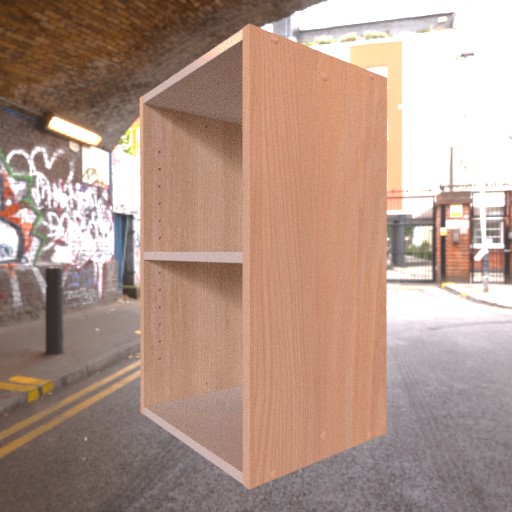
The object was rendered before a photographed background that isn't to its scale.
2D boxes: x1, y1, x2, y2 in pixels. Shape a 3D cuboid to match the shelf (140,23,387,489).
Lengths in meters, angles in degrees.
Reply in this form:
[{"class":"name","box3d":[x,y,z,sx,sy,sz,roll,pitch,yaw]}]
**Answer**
[{"class":"shelf","box3d":[0.000,0.000,0.796,0.290,0.600,0.350,0,1,-38]}]
